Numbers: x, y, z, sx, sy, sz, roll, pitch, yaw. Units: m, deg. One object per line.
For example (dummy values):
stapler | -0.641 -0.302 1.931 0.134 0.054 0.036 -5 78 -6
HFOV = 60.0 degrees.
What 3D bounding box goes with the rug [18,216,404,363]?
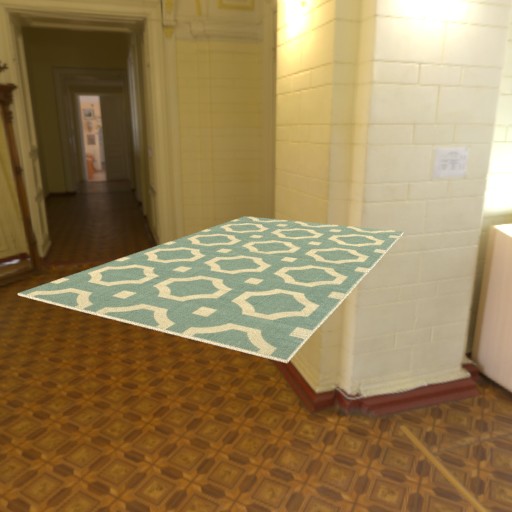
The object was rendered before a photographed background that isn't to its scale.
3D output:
rug | 0.000 0.000 3.002 1.528 0.015 2.443 8 18 26
